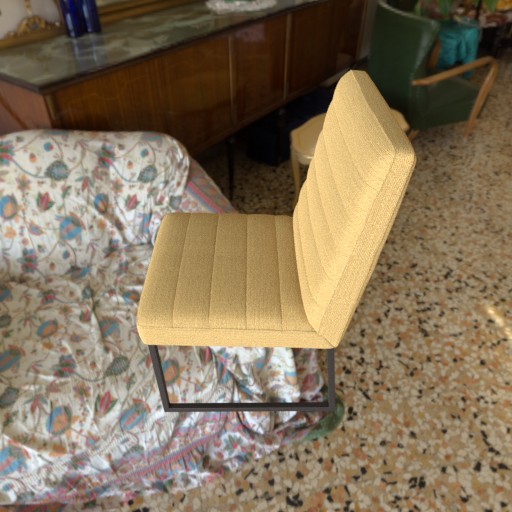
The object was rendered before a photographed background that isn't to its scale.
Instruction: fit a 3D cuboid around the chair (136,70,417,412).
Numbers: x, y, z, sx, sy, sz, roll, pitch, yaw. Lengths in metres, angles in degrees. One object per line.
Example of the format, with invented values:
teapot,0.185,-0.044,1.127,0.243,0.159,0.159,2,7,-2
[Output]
chair,0.000,0.000,1.317,0.634,0.930,0.520,0,40,0
